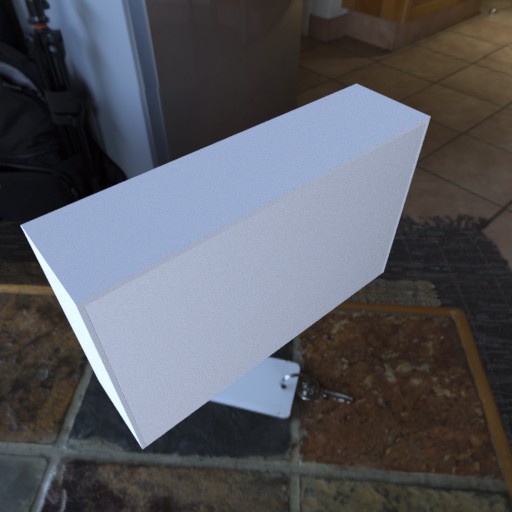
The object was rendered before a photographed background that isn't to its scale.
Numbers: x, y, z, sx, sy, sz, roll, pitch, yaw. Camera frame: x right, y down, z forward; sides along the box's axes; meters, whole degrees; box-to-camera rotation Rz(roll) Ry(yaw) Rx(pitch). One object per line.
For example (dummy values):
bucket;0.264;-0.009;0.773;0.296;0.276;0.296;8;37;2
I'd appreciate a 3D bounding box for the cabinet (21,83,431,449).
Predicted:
cabinet;0.000;0.000;1.820;1.450;0.900;0.380;-31;53;-27
